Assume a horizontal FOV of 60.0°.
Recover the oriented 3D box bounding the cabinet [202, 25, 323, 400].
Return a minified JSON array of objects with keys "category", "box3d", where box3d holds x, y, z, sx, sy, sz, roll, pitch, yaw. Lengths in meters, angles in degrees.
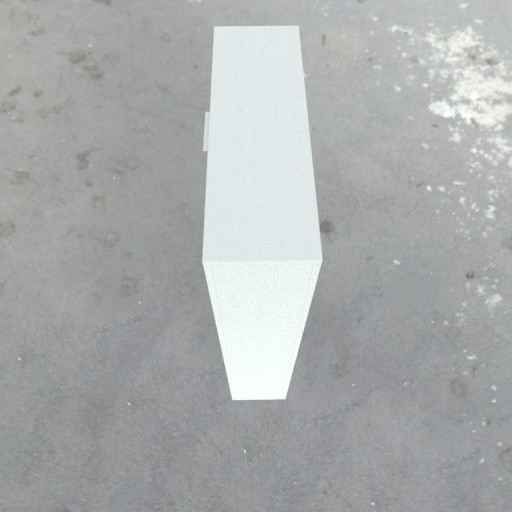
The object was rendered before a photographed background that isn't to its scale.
[{"category":"cabinet","box3d":[0.000,0.000,1.609,0.250,1.280,0.750,-1,60,0]}]
